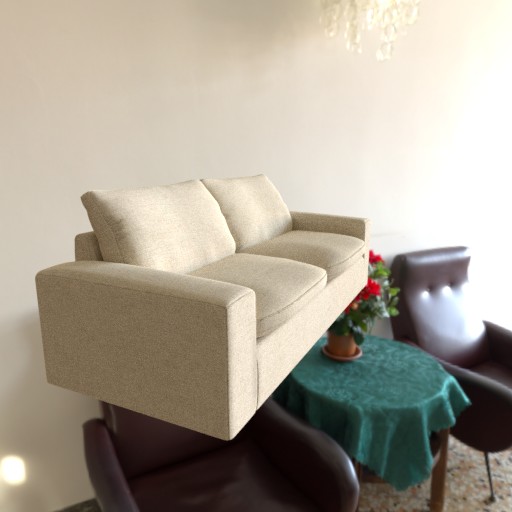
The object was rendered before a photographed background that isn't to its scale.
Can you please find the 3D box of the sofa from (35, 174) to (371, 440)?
[{"bbox_3d":[0.000,0.000,2.742,1.040,0.922,2.299,6,15,26],"label":"sofa"}]
